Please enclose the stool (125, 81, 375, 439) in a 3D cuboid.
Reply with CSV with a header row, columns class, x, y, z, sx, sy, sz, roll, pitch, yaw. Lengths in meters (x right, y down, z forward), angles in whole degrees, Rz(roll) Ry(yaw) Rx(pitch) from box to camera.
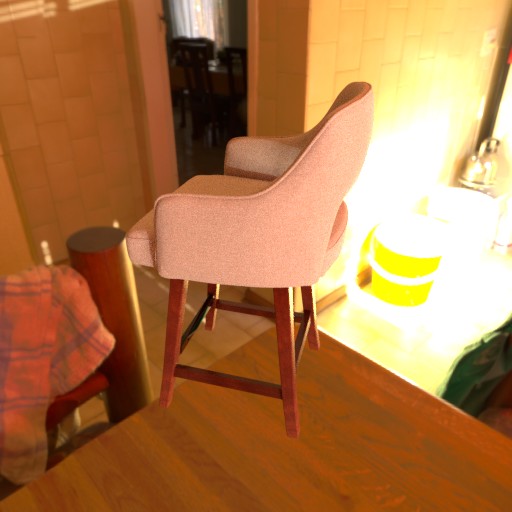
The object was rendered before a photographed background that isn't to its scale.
class,x,y,z,sx,sy,sz,roll,pitch,yaw
stool,0.000,0.000,1.276,0.560,0.936,0.550,8,30,14
